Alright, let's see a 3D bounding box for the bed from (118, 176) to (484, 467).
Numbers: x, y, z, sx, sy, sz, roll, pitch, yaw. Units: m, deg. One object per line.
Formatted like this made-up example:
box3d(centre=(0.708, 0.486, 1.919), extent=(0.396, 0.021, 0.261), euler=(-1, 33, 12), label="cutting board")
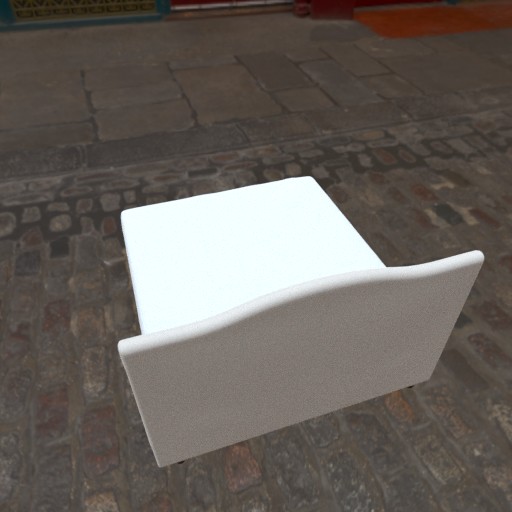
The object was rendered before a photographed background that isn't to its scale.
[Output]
box3d(centre=(0.000, 0.000, 3.469), extent=(2.083, 1.421, 2.182), euler=(-13, 43, -14), label="bed")
